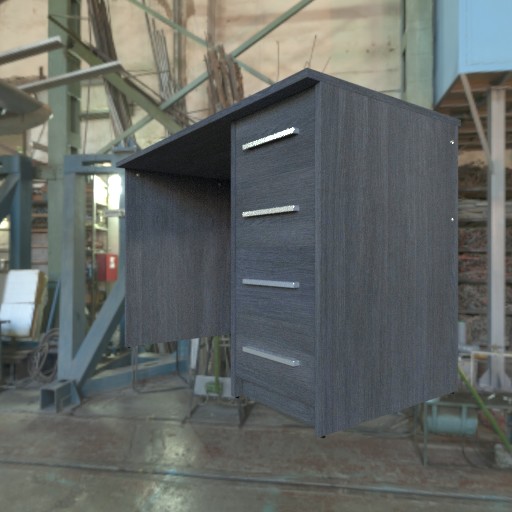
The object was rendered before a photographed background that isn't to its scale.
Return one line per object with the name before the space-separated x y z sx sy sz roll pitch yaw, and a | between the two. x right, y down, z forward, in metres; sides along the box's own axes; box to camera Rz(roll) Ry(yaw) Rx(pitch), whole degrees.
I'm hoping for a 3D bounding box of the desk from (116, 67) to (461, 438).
desk | 0.000 0.000 1.463 0.560 0.730 1.096 0 0 -36
